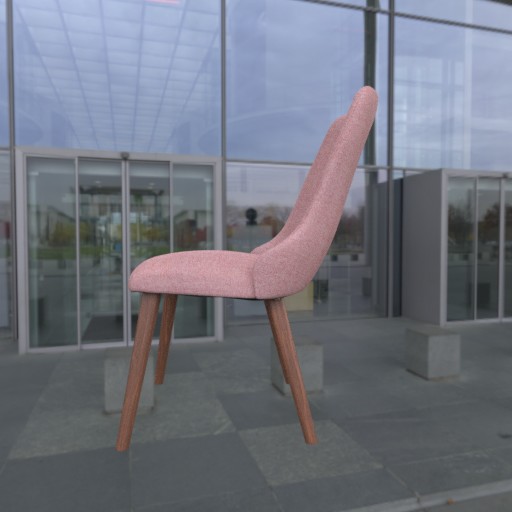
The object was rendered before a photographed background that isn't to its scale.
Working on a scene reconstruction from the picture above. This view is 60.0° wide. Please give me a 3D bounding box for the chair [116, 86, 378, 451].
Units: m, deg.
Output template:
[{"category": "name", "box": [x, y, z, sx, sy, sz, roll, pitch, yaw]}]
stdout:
[{"category": "chair", "box": [0.000, 0.000, 1.323, 0.707, 0.918, 0.535, 0, 2, -1]}]
